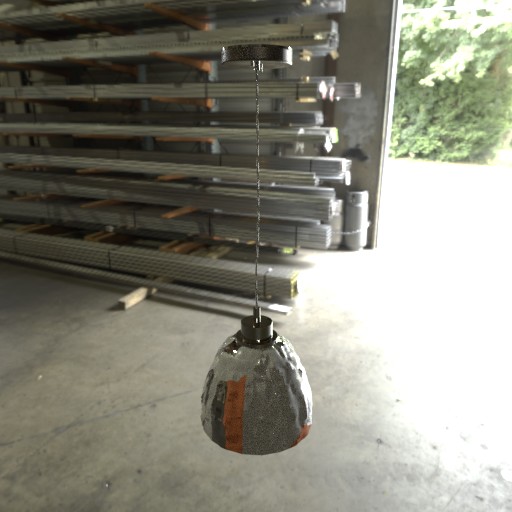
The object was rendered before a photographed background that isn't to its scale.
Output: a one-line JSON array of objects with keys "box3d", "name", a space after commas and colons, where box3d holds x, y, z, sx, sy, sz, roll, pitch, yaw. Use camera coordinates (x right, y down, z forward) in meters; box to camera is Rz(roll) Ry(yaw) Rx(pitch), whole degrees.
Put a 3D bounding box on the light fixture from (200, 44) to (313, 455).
[{"box3d": [0.000, 0.000, 1.776, 0.500, 1.511, 0.496, 3, 17, 9], "name": "light fixture"}]
